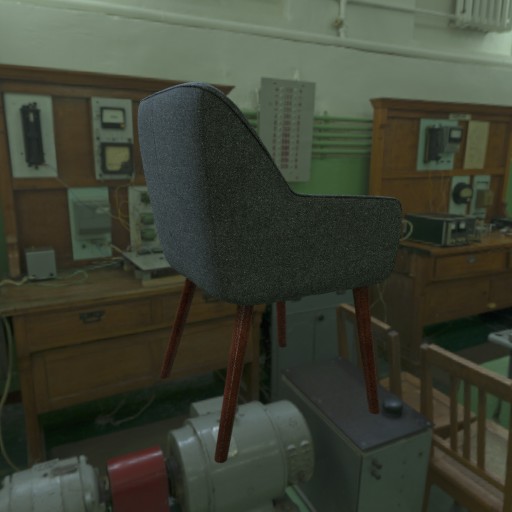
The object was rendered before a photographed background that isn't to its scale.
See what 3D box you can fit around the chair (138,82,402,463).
[{"bbox_3d":[0.000,0.000,1.183,0.519,0.803,0.543,-7,15,-27],"label":"chair"}]
